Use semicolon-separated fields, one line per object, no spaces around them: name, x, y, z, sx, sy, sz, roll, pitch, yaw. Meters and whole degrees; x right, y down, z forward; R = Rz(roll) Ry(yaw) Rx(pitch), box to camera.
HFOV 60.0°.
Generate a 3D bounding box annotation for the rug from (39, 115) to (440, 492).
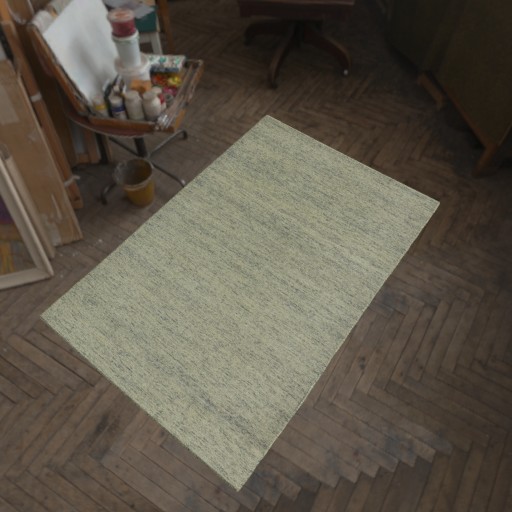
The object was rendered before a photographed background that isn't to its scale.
rug;0.000;0.000;2.329;1.243;0.014;1.846;33;63;19
